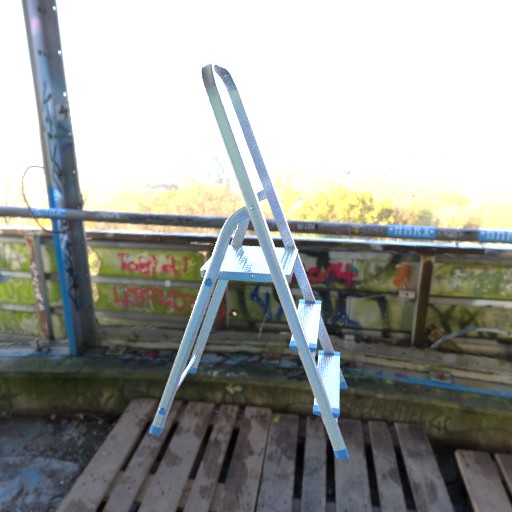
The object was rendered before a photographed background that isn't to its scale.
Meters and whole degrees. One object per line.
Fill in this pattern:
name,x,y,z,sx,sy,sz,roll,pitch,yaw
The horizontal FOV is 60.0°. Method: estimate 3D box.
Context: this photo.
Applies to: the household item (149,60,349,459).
household item,0.000,0.000,1.507,0.687,1.215,0.420,3,18,10
